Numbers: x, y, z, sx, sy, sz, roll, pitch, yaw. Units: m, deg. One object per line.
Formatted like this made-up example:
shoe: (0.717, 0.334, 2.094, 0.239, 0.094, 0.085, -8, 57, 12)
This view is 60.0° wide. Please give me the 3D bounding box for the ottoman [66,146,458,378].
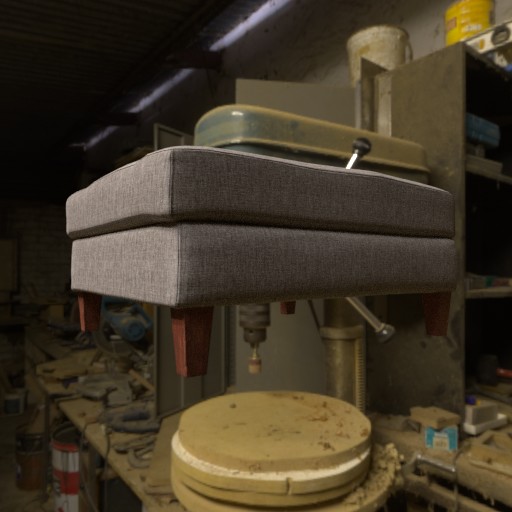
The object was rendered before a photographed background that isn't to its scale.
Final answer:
ottoman: (0.000, 0.000, 1.427, 0.994, 0.492, 0.839, 1, -1, -36)
